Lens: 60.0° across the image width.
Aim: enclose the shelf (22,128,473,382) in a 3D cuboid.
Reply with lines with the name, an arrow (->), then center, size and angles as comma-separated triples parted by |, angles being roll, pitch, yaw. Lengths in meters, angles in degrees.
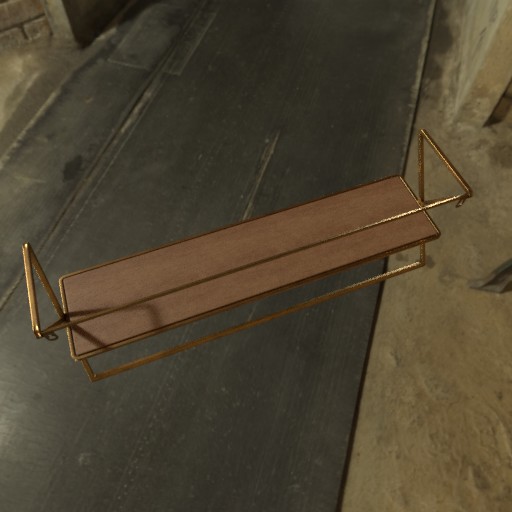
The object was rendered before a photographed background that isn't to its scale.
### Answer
shelf -> 0.000, 0.000, 0.742 | 0.645, 0.229, 0.150 | -18, 62, -10
